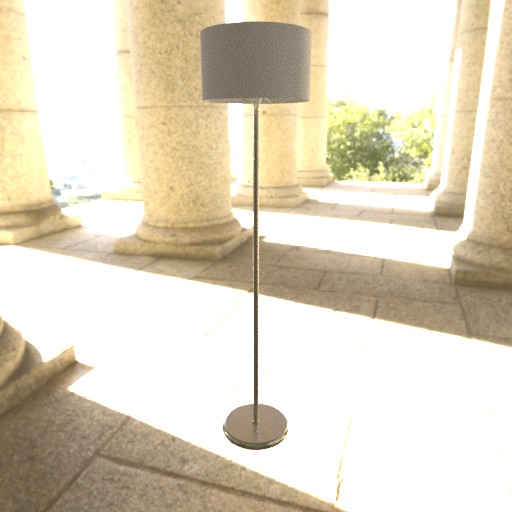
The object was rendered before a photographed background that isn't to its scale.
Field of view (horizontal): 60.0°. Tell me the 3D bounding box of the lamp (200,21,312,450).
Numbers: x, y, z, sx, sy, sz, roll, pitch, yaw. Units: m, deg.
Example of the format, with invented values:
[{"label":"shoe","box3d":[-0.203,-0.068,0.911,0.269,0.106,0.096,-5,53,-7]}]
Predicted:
[{"label":"lamp","box3d":[0.000,0.000,1.585,0.347,1.443,0.347,-3,16,-10]}]
